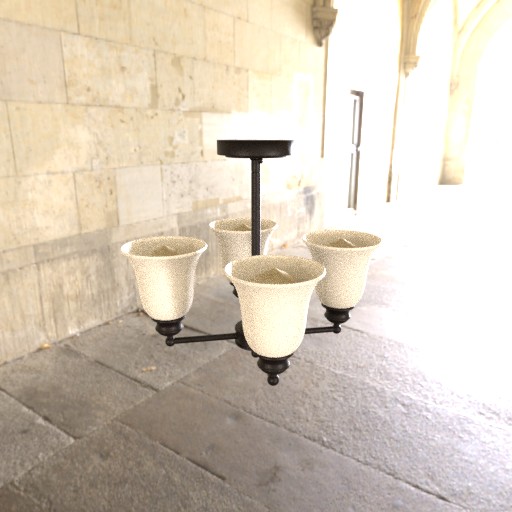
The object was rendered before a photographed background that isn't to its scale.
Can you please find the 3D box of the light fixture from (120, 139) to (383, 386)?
[{"bbox_3d":[0.000,0.000,1.827,1.069,0.925,1.069,-3,16,-9],"label":"light fixture"}]
